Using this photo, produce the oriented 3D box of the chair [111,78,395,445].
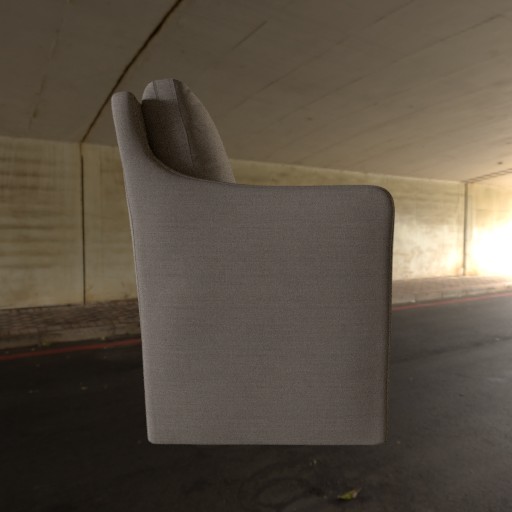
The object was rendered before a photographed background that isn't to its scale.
[{"bbox_3d":[0.000,0.000,1.355,0.694,0.914,0.626,0,2,0],"label":"chair"}]
